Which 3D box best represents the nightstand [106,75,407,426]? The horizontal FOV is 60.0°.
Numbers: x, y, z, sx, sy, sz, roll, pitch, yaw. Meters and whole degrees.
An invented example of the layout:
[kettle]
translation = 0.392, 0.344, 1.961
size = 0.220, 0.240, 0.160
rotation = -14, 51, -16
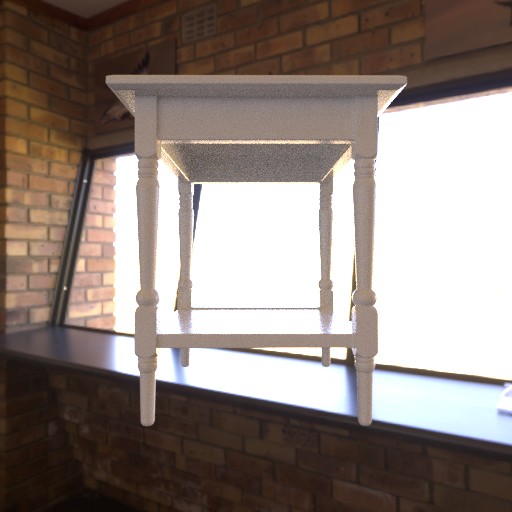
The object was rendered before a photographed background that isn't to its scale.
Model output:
[nightstand]
translation = 0.000, 0.000, 0.925
size = 0.459, 0.555, 0.505
rotation = 0, -1, 0
